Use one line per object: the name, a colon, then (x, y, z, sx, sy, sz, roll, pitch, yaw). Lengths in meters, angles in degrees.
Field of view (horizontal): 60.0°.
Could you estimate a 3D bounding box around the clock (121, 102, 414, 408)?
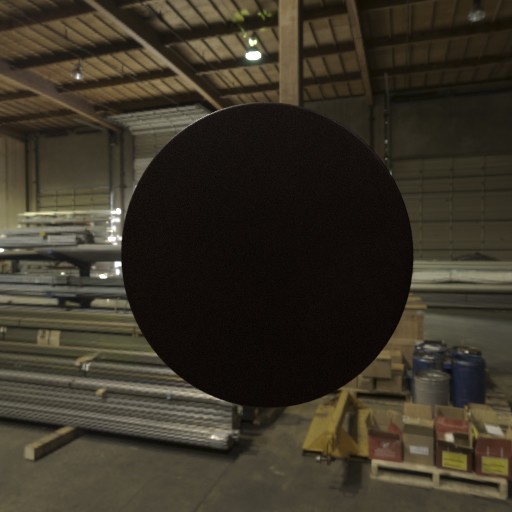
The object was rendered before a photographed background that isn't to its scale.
clock: (0.000, 0.000, 0.469, 0.314, 0.314, 0.029, 0, 2, 18)
